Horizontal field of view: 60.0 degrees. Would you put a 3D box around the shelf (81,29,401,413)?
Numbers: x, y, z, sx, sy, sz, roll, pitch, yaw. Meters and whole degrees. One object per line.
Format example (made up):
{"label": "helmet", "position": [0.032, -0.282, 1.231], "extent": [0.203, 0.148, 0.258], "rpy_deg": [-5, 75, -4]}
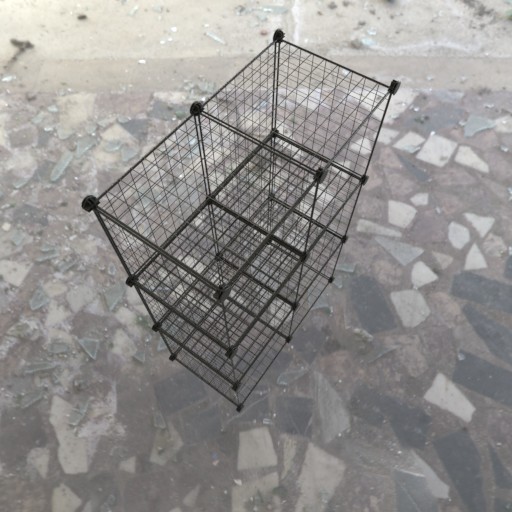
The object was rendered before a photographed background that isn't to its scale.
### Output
{"label": "shelf", "position": [0.000, 0.000, 1.436], "extent": [0.356, 1.067, 0.711], "rpy_deg": [32, 65, 17]}
